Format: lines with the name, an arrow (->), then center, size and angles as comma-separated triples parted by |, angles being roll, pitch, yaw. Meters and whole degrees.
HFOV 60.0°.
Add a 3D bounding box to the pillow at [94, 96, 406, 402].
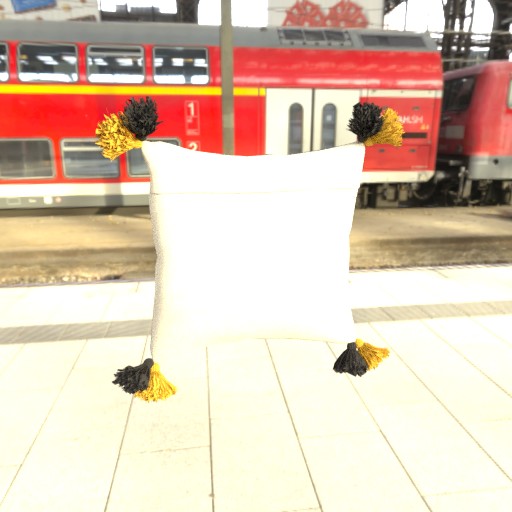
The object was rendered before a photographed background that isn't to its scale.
pillow -> 0.000, 0.000, 0.974 | 0.654, 0.659, 0.139 | -3, 16, -9
